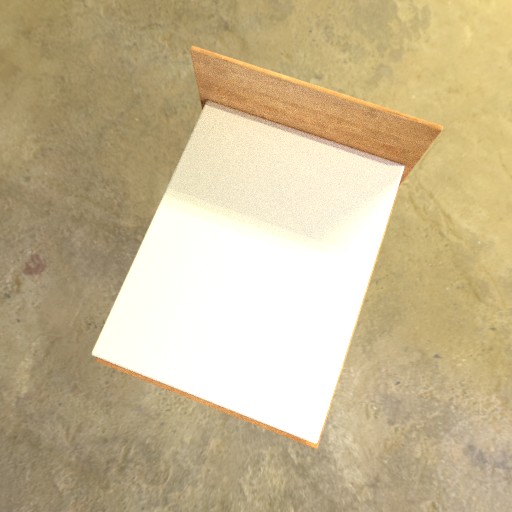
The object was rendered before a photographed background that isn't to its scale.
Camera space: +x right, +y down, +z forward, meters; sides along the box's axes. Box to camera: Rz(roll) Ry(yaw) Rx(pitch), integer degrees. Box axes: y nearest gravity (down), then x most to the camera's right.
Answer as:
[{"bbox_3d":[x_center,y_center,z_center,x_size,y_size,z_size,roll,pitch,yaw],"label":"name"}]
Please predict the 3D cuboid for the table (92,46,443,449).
[{"bbox_3d":[0.000,0.000,3.103,1.707,1.041,2.149,20,76,5],"label":"table"}]
